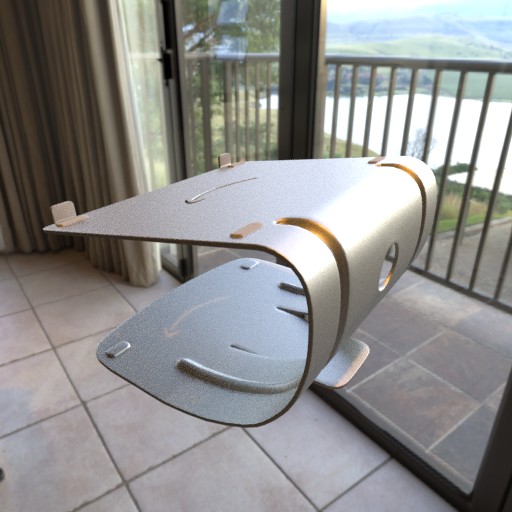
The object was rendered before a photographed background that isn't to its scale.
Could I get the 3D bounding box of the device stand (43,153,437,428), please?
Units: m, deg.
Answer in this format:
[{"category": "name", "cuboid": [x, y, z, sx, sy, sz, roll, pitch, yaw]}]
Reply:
[{"category": "device stand", "cuboid": [0.000, 0.000, 0.393, 0.236, 0.155, 0.256, 17, 31, 31]}]
